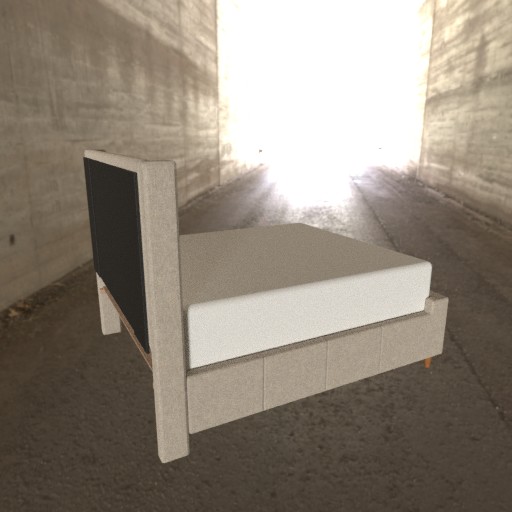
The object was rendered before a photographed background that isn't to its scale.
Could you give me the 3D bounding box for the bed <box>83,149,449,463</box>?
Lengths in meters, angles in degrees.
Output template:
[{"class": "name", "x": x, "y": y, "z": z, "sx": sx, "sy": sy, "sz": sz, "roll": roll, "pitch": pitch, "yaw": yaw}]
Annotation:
[{"class": "bed", "x": 0.000, "y": 0.000, "z": 3.755, "sx": 2.370, "sy": 1.743, "sz": 2.045, "roll": -8, "pitch": 17, "yaw": -27}]
